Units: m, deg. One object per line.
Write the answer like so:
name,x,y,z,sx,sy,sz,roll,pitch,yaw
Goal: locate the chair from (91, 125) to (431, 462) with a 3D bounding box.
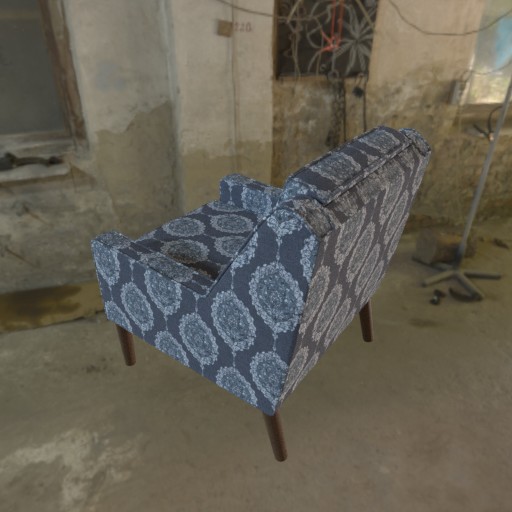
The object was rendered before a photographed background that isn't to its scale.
chair,0.000,0.000,1.352,0.743,0.792,0.663,20,37,30
